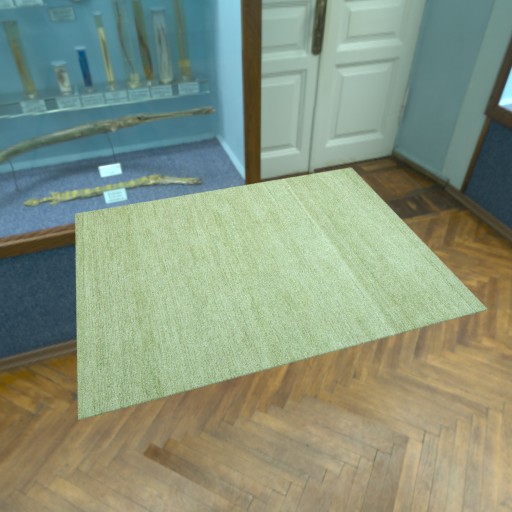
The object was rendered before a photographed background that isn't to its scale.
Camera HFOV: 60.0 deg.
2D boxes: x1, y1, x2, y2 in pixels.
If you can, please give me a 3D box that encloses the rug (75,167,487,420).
[{"bbox_3d":[0.000,0.000,4.127,3.198,0.016,2.425,-12,42,-13],"label":"rug"}]
